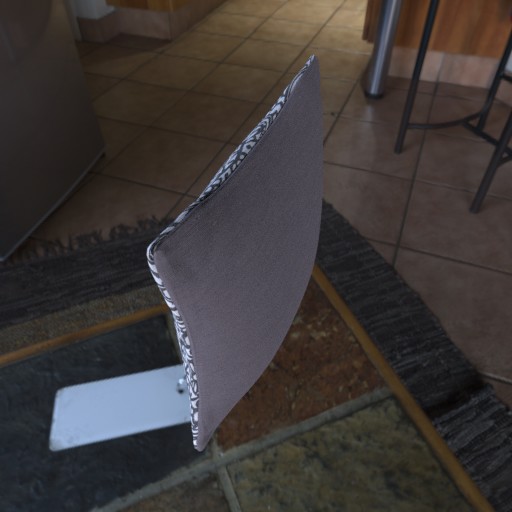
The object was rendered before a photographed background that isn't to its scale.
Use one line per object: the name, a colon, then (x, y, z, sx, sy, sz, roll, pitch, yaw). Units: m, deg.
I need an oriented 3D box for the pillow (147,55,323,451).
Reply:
pillow: (0.000, 0.000, 0.638, 0.148, 0.417, 0.436, 17, 49, 16)
